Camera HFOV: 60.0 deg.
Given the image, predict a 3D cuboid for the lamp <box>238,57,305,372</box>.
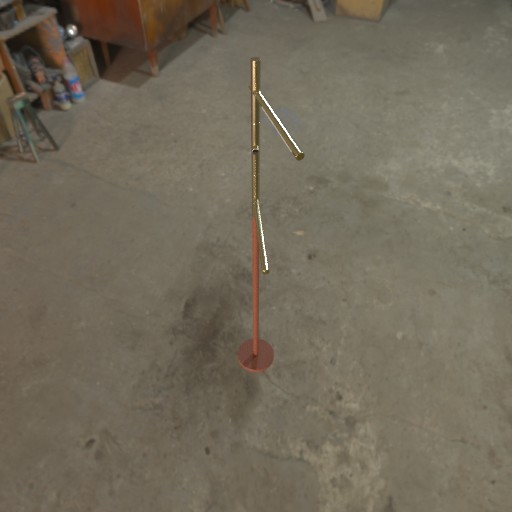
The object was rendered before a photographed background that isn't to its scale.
[{"bbox_3d":[0.000,0.000,1.933,0.209,1.704,0.737,-9,48,-9],"label":"lamp"}]
